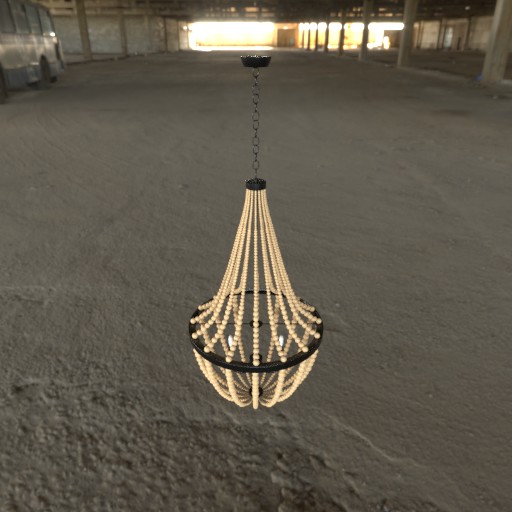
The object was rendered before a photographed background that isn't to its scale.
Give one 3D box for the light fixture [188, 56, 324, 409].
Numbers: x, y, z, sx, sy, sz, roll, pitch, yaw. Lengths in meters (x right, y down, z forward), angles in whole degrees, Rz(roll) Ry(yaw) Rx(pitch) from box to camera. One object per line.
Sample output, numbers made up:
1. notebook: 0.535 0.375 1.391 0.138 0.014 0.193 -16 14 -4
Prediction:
1. light fixture: 0.000 0.000 1.380 0.450 1.133 0.450 0 26 0
